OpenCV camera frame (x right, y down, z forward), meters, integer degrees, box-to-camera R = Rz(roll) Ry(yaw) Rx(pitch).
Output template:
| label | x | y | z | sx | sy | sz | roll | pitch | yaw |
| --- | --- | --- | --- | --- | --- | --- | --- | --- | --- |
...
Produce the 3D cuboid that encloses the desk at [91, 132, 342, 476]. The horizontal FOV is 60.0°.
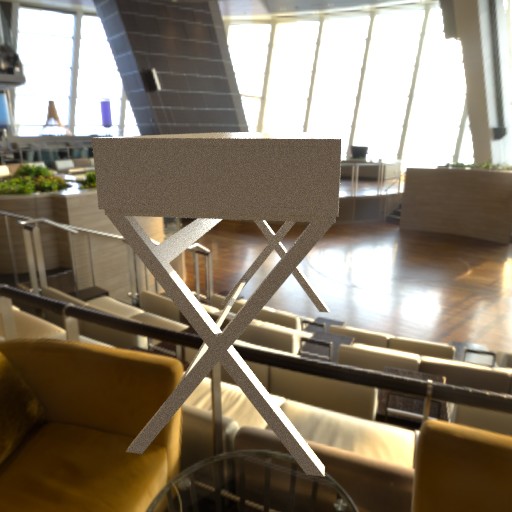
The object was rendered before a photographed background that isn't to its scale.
| label | x | y | z | sx | sy | sz | roll | pitch | yaw |
| --- | --- | --- | --- | --- | --- | --- | --- | --- | --- |
| desk | 0.000 | 0.000 | 1.475 | 0.509 | 0.780 | 1.059 | 3 | 16 | 9 |
